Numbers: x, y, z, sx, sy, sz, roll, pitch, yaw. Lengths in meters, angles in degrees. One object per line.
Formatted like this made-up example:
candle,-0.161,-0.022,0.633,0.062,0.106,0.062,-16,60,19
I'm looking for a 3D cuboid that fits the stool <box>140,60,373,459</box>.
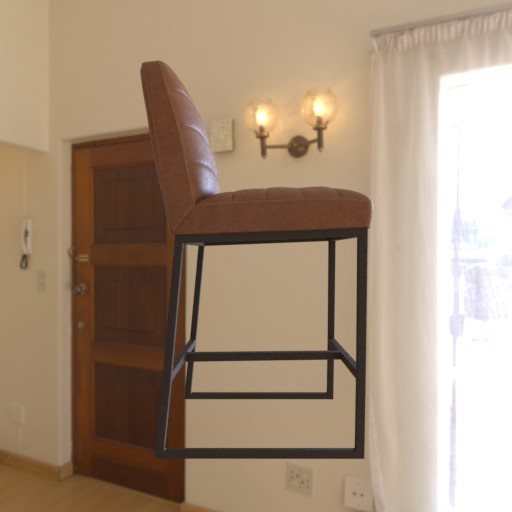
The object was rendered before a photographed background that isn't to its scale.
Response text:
stool,0.000,0.000,1.245,0.556,0.940,0.458,0,0,0
